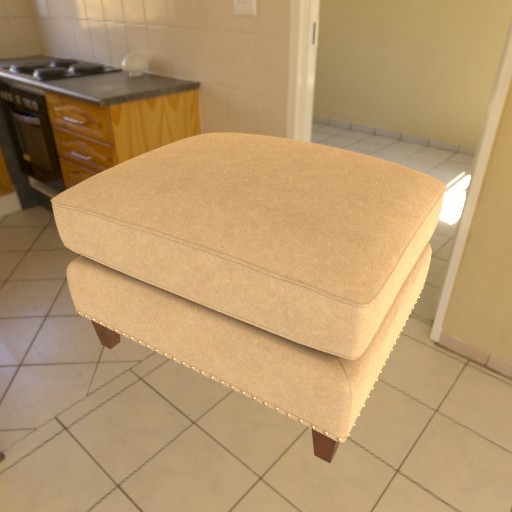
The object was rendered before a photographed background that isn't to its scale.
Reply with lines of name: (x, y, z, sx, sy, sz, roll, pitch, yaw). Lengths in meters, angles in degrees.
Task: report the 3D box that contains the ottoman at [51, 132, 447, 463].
ottoman: (0.000, 0.000, 1.107, 0.741, 0.513, 0.584, 18, 36, 27)
